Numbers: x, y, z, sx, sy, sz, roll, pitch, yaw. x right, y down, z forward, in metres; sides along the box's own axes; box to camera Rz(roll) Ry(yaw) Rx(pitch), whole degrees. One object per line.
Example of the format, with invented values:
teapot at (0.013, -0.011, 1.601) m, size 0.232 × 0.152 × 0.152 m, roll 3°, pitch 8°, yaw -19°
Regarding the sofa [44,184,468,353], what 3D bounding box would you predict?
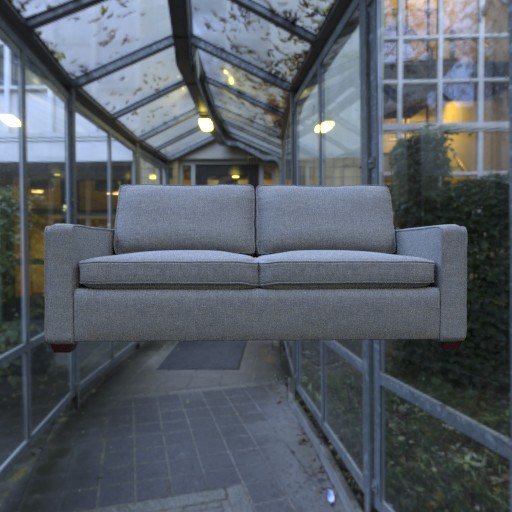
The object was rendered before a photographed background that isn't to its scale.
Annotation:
sofa at (0.000, 0.000, 2.590) m, size 2.078 × 0.918 × 0.945 m, roll 0°, pitch 1°, yaw -2°
